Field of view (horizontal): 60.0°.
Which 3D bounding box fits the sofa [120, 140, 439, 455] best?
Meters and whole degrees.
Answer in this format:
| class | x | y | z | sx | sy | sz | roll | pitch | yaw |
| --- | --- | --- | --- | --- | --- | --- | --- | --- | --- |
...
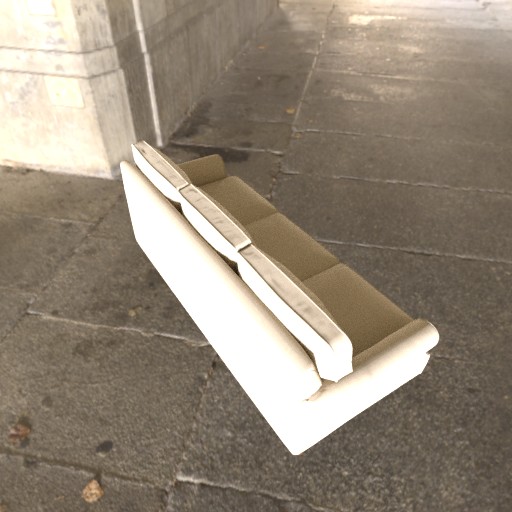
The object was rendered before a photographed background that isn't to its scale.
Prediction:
| class | x | y | z | sx | sy | sz | roll | pitch | yaw |
| --- | --- | --- | --- | --- | --- | --- | --- | --- | --- |
| sofa | 0.000 | 0.000 | 2.911 | 0.966 | 0.948 | 2.354 | -23 | 45 | -25 |
